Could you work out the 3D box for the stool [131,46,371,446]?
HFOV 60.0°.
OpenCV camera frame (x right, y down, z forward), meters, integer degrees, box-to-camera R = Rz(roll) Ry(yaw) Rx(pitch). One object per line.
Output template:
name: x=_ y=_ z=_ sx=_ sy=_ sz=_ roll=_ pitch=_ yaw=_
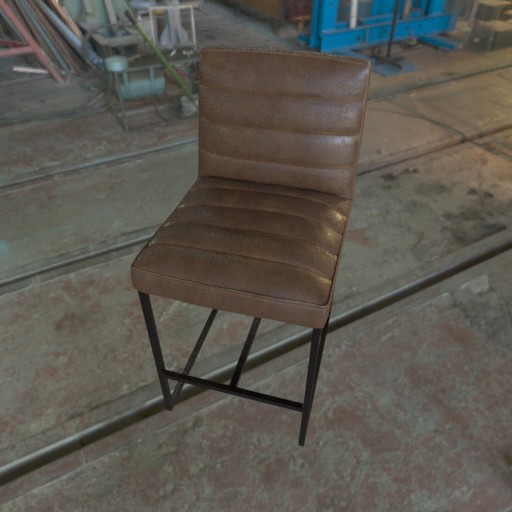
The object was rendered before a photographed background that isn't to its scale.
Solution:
stool: x=0.000 y=0.000 z=1.229 sx=0.463 sy=0.942 sz=0.562 roll=10 pitch=42 yaw=12
